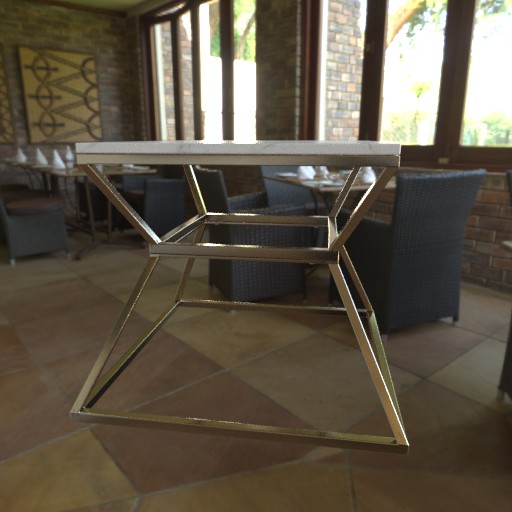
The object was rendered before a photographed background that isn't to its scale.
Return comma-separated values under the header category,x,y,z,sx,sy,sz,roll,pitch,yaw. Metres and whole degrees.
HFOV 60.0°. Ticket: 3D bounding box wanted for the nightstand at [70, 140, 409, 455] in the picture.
category,x,y,z,sx,sy,sz,roll,pitch,yaw
nightstand,0.000,0.000,0.852,0.514,0.426,0.513,2,15,9
